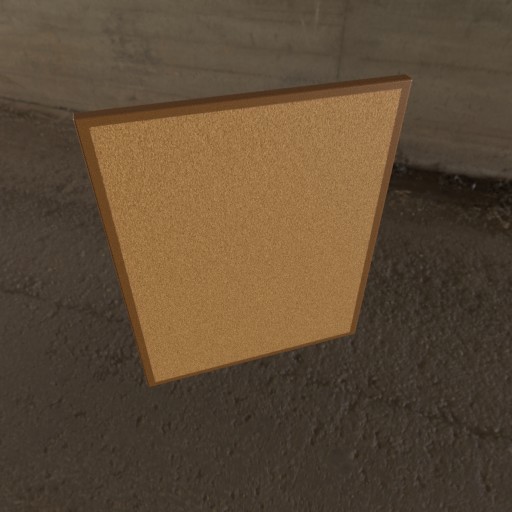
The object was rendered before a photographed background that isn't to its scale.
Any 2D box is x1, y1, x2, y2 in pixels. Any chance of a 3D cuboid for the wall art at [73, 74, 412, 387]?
[{"bbox_3d":[0.000,0.000,0.749,0.449,0.550,0.021,-12,42,-13],"label":"wall art"}]
